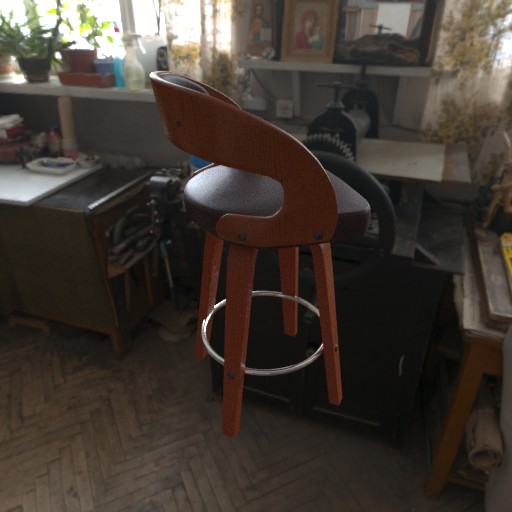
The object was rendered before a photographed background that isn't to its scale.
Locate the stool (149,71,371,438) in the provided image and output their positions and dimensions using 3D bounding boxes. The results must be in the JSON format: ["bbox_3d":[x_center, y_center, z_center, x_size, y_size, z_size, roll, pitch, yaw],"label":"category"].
[{"bbox_3d":[0.000,0.000,1.203,0.457,0.940,0.457,-10,32,-17],"label":"stool"}]
